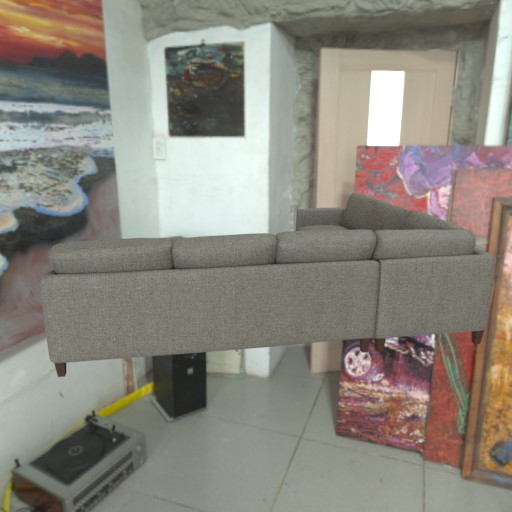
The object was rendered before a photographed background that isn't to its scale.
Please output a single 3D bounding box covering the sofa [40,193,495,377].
[{"bbox_3d":[0.000,0.000,4.355,3.302,0.947,2.593,-2,15,-9],"label":"sofa"}]
